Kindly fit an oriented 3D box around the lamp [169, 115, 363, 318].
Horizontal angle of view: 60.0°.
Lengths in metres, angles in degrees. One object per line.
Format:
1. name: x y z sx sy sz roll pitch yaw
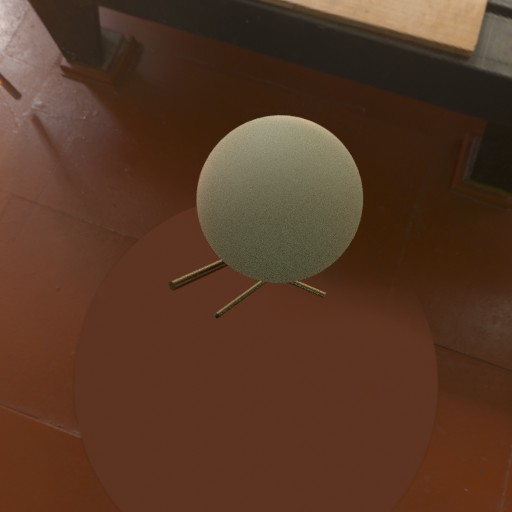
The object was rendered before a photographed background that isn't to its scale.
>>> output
1. lamp: 0.000 0.000 0.678 0.251 0.552 0.210 -36 79 -8
